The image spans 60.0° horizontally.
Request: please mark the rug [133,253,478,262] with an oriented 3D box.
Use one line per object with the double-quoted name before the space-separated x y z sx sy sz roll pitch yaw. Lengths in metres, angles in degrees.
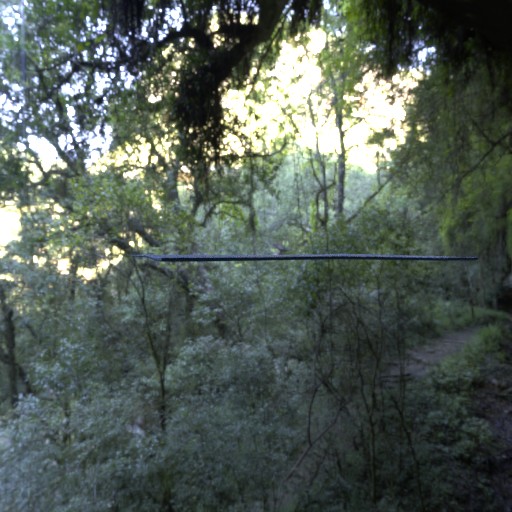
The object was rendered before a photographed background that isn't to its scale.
"rug" 0.000 0.000 2.304 1.159 0.025 1.793 0 0 -18
